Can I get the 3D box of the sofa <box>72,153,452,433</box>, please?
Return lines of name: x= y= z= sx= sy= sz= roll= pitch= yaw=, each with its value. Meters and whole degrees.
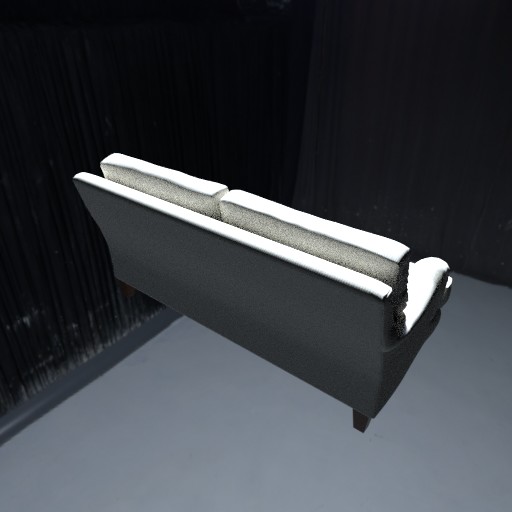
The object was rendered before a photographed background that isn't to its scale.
sofa: x=0.000 y=0.000 z=2.798 sx=2.159 sy=1.087 sz=1.086 roll=22 pitch=37 yaw=32
